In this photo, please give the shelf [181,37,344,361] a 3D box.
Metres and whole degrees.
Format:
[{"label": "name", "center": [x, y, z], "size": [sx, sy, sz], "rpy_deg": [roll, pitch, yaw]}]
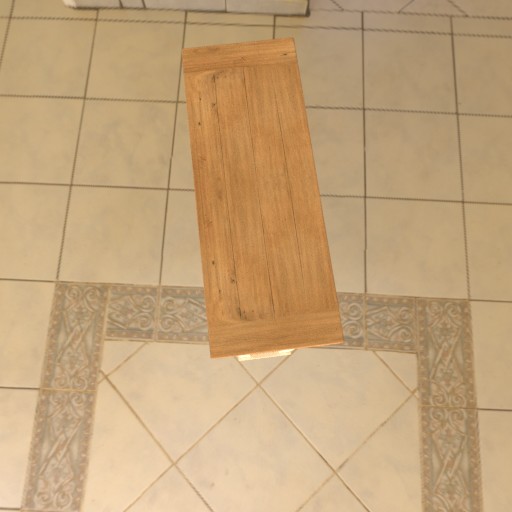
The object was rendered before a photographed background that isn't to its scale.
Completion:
[{"label": "shelf", "center": [0.000, 0.000, 2.281], "size": [0.381, 1.878, 1.022], "rpy_deg": [-7, 76, -2]}]
